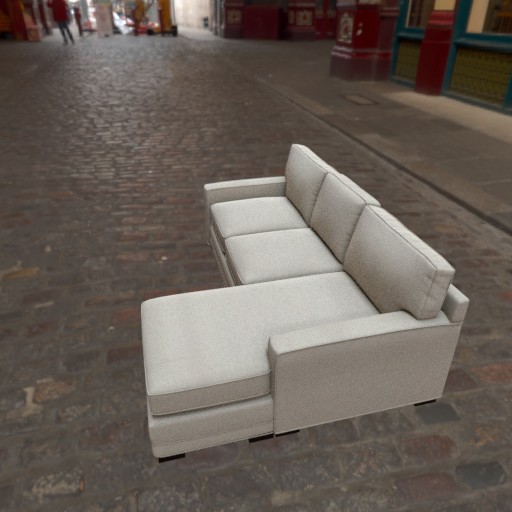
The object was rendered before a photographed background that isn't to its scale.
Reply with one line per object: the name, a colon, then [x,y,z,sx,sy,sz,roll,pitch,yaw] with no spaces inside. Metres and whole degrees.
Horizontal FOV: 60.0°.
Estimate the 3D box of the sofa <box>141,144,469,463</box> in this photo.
sofa: [0.000,0.000,2.855,1.496,0.861,2.087,-7,31,-12]
